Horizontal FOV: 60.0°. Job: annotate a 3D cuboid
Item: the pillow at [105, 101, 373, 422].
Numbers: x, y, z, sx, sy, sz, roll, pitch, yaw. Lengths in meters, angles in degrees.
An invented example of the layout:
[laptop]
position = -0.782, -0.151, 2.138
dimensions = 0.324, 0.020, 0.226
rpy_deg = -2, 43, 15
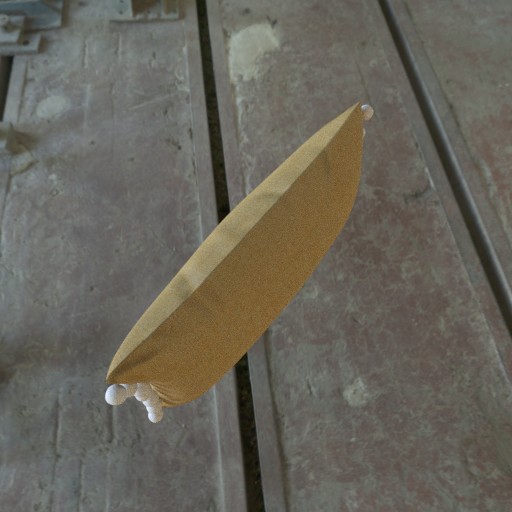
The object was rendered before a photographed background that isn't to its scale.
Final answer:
[pillow]
position = 0.000, 0.000, 0.852
dimensions = 0.201, 0.322, 0.709
rpy_deg = 34, 68, 16
